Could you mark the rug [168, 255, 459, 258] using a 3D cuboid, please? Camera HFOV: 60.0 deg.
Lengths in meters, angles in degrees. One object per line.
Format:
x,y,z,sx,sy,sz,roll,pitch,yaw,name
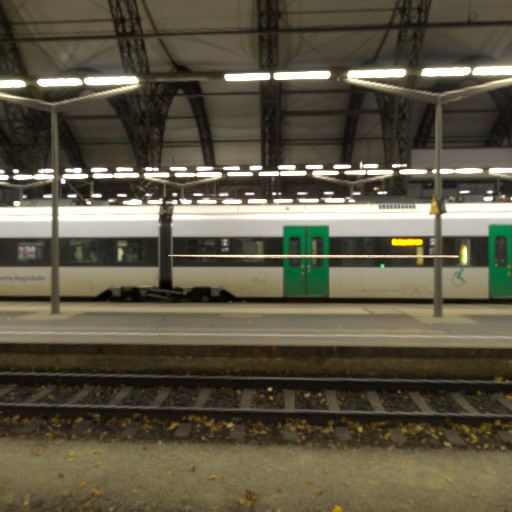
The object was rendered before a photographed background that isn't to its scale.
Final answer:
0.000,0.000,2.638,0.766,0.008,2.432,0,0,-18,rug
